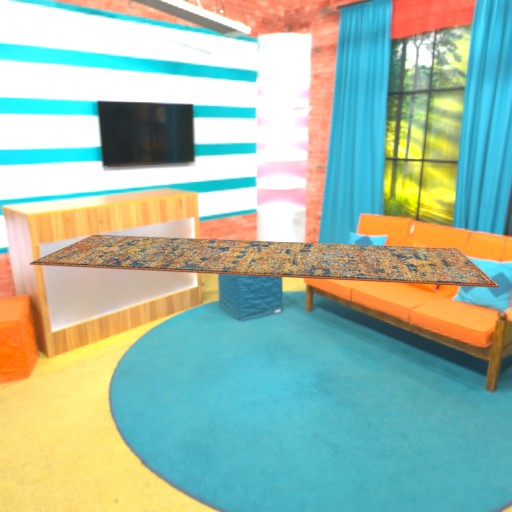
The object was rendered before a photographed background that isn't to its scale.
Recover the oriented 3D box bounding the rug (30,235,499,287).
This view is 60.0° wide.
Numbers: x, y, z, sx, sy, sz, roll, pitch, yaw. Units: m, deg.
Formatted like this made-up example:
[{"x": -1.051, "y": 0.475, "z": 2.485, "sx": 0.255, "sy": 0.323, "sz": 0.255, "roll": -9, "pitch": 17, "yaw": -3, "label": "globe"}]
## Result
[{"x": 0.000, "y": 0.000, "z": 2.429, "sx": 2.274, "sy": 0.016, "sz": 0.651, "roll": 2, "pitch": 16, "yaw": 9, "label": "rug"}]
